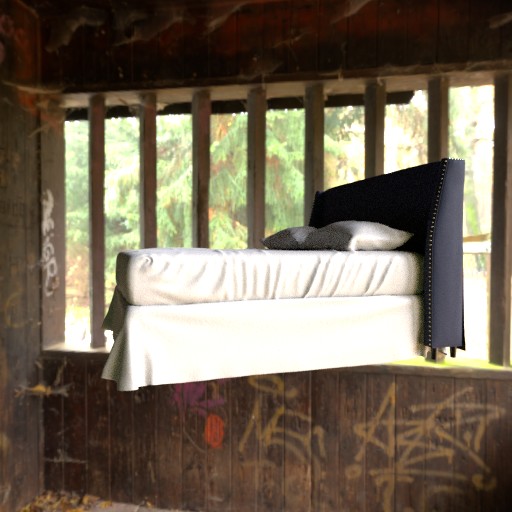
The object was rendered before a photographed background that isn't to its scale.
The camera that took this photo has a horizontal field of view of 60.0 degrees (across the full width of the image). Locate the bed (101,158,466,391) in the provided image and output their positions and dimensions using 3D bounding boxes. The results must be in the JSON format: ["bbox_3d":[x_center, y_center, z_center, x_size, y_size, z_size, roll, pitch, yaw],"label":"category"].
[{"bbox_3d":[0.000,0.000,3.432,2.276,1.332,1.925,0,1,-19],"label":"bed"}]
